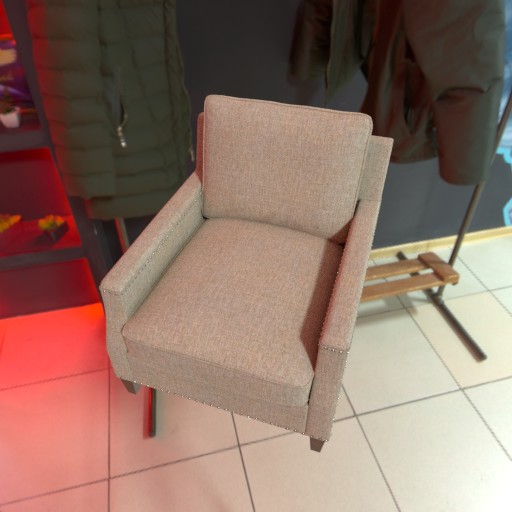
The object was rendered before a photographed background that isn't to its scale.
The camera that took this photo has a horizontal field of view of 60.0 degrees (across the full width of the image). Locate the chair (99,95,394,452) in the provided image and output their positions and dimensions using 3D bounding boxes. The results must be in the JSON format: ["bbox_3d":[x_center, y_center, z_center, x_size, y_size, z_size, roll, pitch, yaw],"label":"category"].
[{"bbox_3d":[0.000,0.000,1.743,0.853,0.943,1.014,12,42,14],"label":"chair"}]
